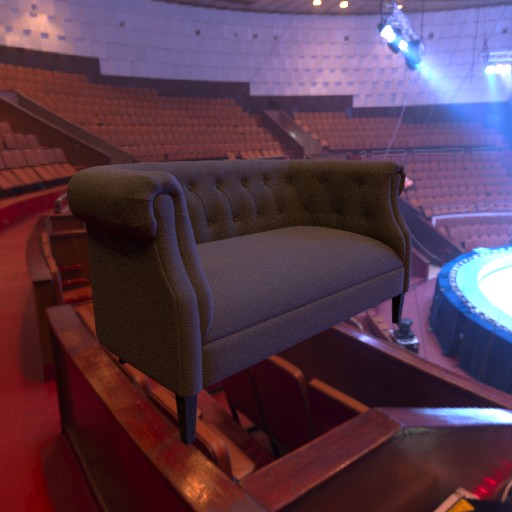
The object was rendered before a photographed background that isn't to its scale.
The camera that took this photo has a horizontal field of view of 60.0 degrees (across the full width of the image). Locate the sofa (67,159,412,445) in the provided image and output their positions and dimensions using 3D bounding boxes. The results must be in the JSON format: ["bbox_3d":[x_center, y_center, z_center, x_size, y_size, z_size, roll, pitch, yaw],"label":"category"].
[{"bbox_3d":[0.000,0.000,1.994,0.835,0.827,1.558,13,19,43],"label":"sofa"}]
